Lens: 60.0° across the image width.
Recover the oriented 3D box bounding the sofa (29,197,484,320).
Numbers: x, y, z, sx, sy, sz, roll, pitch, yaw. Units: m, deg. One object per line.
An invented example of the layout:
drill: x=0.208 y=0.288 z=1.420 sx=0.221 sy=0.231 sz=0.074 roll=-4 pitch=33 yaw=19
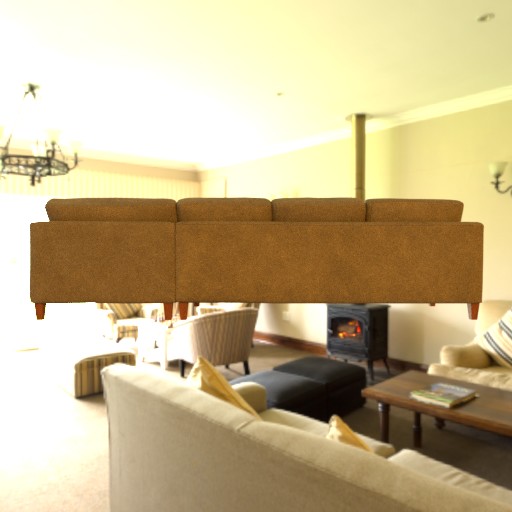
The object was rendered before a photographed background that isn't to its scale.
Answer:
sofa: x=0.000 y=0.000 z=4.113 sx=3.471 sy=0.950 sz=1.604 roll=0 pitch=1 yaw=0
